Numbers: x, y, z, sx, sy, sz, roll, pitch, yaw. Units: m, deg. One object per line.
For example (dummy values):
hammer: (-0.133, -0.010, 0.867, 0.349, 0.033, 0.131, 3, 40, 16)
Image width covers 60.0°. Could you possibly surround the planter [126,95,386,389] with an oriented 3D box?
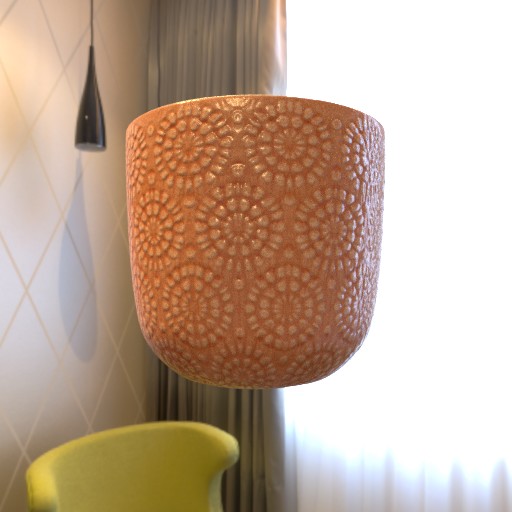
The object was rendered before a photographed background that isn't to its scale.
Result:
planter: (0.000, 0.000, 0.366, 0.208, 0.190, 0.208, 0, -1, 0)
